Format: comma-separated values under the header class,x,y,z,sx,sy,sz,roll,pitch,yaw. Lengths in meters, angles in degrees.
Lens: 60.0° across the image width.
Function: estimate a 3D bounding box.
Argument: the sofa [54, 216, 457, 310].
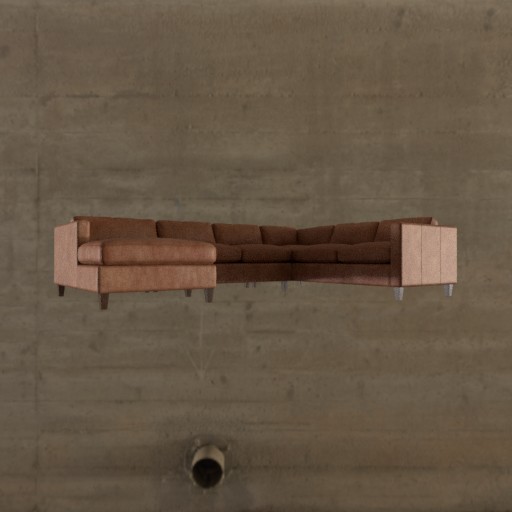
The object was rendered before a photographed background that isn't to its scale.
class,x,y,z,sx,sy,sz,roll,pitch,yaw
sofa,0.000,0.000,4.579,3.401,0.832,2.430,0,0,-36
